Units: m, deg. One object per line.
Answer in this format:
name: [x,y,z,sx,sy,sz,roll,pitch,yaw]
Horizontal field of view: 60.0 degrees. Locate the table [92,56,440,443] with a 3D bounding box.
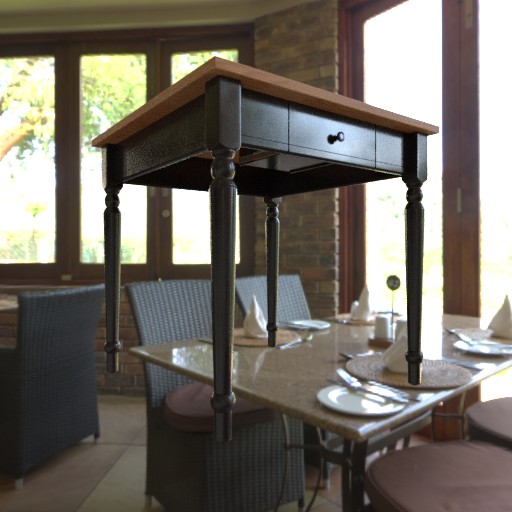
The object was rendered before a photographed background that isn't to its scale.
table: [0.000,0.000,1.335,0.747,0.738,0.747,0,0,-37]
